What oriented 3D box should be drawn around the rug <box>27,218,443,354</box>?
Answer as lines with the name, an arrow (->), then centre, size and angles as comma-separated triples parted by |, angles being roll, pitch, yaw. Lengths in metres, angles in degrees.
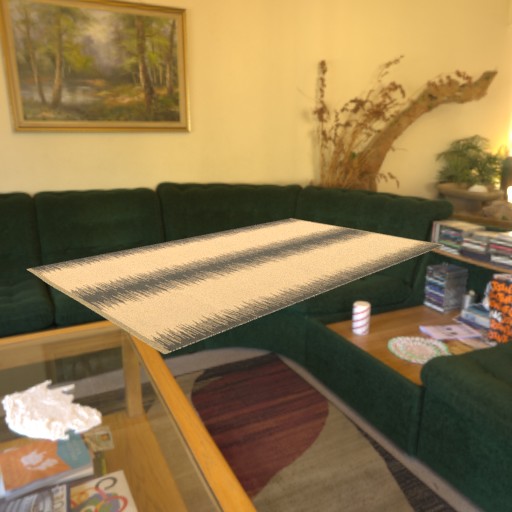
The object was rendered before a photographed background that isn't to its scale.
rug -> 0.000, 0.000, 3.008 | 2.453, 0.003, 1.519 | -14, 21, -42
